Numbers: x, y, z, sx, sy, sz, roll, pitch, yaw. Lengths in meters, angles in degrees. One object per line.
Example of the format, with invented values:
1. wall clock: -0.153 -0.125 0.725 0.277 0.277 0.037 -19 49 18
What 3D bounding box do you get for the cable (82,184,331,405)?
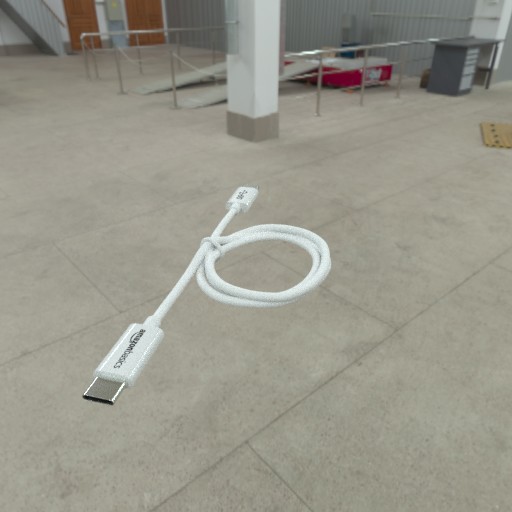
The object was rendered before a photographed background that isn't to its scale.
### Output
1. cable: 0.000 0.000 0.209 0.070 0.014 0.186 7 31 12
